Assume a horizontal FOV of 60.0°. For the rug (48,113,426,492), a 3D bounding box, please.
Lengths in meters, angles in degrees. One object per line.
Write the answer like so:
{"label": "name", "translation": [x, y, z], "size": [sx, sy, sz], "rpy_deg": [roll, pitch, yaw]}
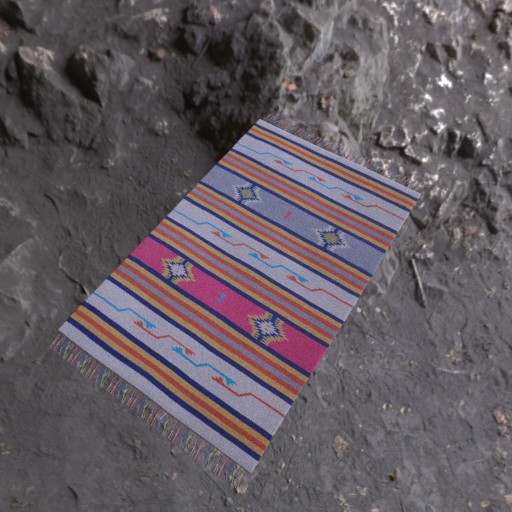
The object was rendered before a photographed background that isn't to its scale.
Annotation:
{"label": "rug", "translation": [0.000, 0.000, 2.250], "size": [1.084, 0.013, 1.849], "rpy_deg": [30, 63, 17]}
